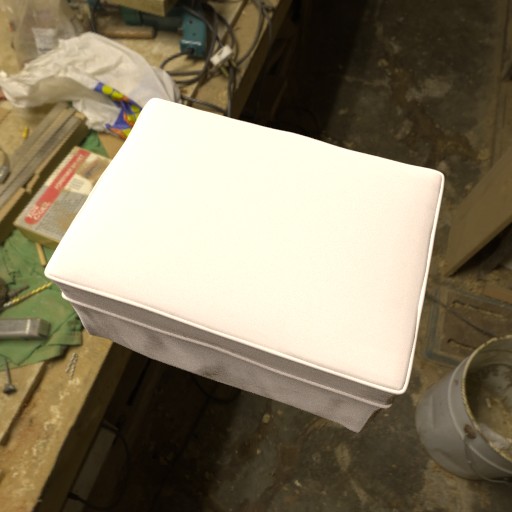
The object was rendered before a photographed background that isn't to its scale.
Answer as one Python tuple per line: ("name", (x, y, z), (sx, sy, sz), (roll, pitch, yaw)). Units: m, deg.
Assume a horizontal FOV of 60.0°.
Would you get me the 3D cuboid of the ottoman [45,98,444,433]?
("ottoman", (0.000, 0.000, 1.322), (0.944, 0.479, 0.703), (17, 63, 9))
